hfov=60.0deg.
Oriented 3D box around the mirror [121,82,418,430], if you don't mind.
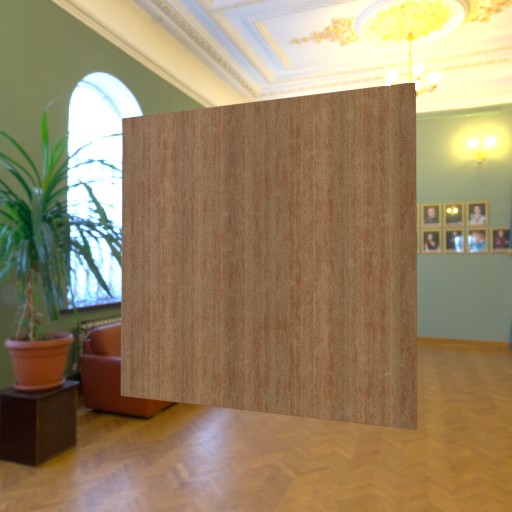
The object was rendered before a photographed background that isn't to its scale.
[{"bbox_3d":[0.000,0.000,0.956,0.651,0.651,0.047,0,-1,19],"label":"mirror"}]
